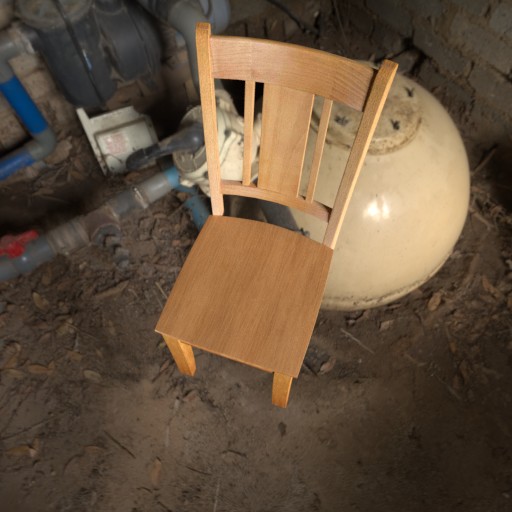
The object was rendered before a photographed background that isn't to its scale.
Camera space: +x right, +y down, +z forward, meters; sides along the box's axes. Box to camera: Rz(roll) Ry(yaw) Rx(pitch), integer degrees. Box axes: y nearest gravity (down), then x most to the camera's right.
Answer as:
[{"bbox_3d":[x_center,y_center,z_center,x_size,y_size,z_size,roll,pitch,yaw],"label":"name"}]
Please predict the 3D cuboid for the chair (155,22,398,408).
[{"bbox_3d":[0.000,0.000,1.259,0.450,0.998,0.556,16,61,9],"label":"chair"}]
